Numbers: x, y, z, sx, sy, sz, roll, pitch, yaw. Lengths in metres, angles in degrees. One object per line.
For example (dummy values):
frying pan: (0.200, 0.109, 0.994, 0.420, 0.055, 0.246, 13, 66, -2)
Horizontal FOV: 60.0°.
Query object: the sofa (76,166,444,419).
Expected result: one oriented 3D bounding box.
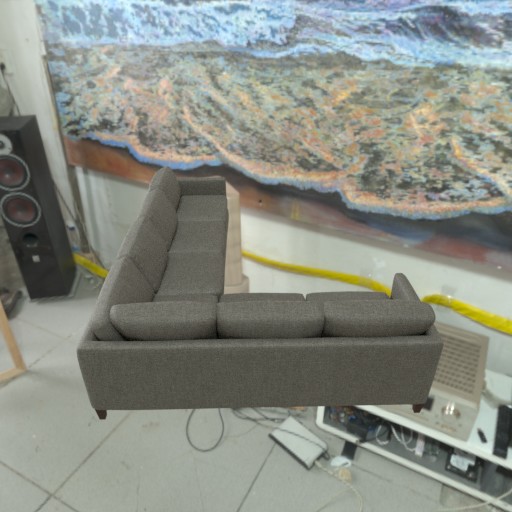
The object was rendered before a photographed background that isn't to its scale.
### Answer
sofa: (0.000, 0.000, 4.562, 2.593, 0.947, 3.302, -1, 31, -1)
